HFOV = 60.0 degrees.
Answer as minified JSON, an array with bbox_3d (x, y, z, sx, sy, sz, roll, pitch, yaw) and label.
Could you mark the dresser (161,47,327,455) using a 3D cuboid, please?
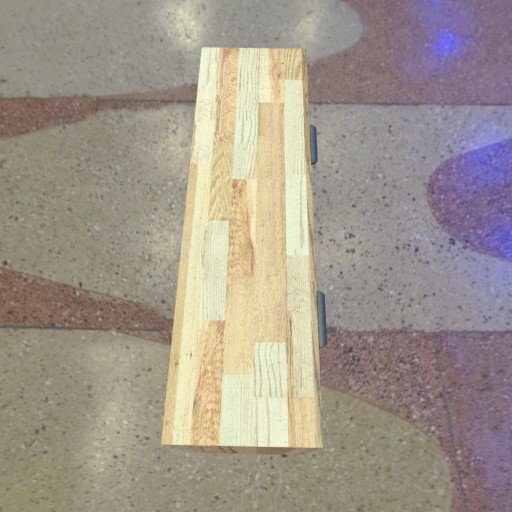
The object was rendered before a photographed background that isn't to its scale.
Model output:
[{"bbox_3d":[0.000,0.000,1.913,0.487,0.834,1.547,1,64,0],"label":"dresser"}]
